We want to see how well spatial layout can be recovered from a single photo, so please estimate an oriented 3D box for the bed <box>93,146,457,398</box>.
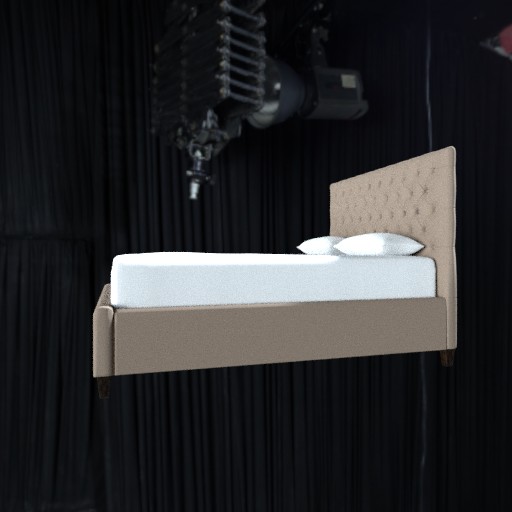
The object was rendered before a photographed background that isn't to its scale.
[{"bbox_3d":[0.000,0.000,3.342,2.233,1.426,1.696,0,1,-17],"label":"bed"}]
